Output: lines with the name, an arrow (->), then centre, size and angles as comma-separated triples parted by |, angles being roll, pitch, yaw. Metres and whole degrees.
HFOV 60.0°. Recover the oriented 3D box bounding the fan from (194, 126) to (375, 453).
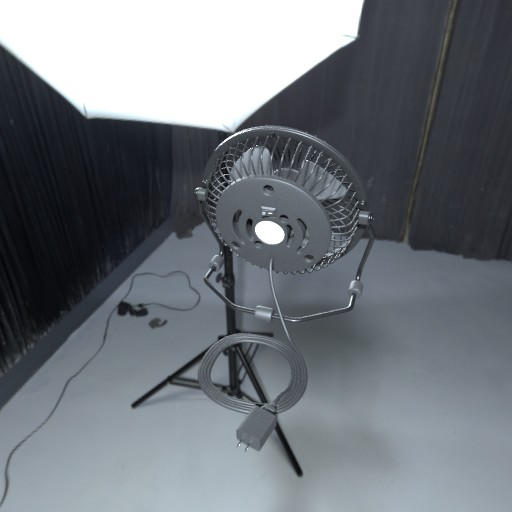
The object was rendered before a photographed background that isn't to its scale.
fan -> 0.000, 0.000, 0.311 | 0.153, 0.152, 0.202 | 10, 34, 15
